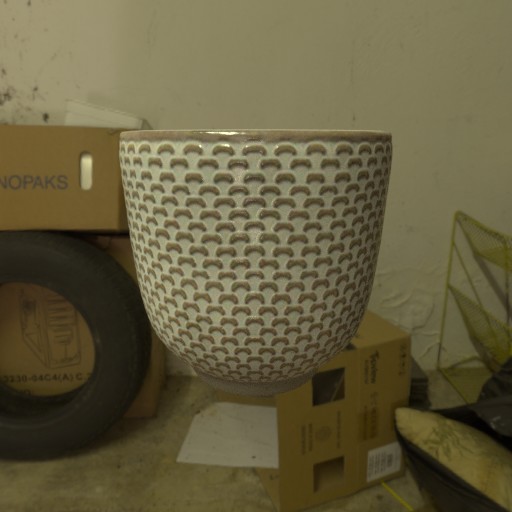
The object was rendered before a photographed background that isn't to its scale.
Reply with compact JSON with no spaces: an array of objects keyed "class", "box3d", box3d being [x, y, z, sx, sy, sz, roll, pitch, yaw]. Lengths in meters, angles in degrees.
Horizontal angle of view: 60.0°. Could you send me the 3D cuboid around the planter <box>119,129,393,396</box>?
[{"class":"planter","box3d":[0.000,0.000,0.353,0.197,0.191,0.197,0,15,0]}]
